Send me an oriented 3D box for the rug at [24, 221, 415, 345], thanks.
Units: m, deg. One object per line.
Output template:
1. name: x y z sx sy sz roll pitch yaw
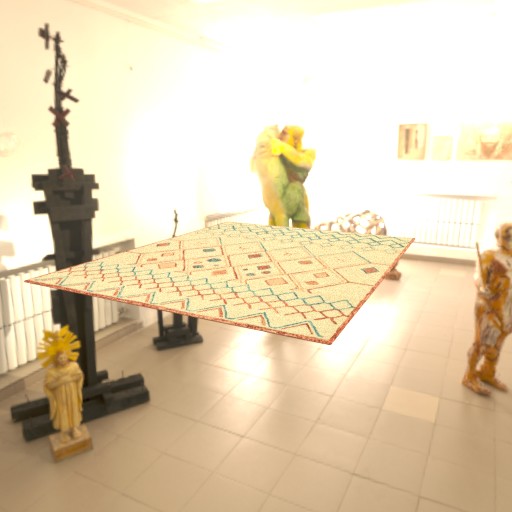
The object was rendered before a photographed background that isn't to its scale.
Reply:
1. rug: 0.000 0.000 4.167 2.441 0.016 3.050 7 16 26
